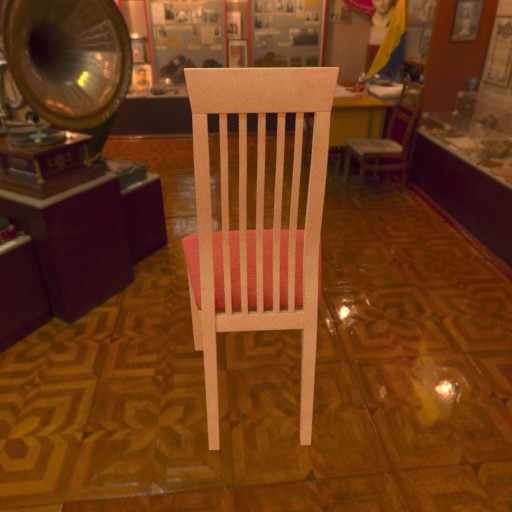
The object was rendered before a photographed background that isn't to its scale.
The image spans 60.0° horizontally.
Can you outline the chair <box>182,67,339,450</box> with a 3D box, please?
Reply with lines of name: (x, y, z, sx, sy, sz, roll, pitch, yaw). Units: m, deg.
chair: (0.000, 0.000, 1.248, 0.460, 1.027, 0.474, -2, 29, -3)
